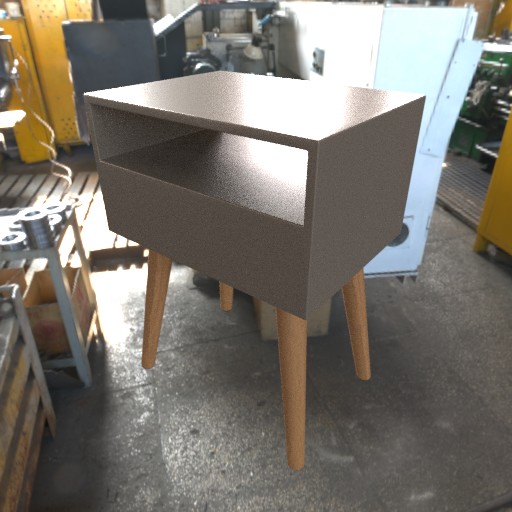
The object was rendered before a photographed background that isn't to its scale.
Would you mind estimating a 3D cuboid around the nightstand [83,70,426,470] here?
[{"bbox_3d":[0.000,0.000,0.727,0.370,0.508,0.288,21,37,32],"label":"nightstand"}]
